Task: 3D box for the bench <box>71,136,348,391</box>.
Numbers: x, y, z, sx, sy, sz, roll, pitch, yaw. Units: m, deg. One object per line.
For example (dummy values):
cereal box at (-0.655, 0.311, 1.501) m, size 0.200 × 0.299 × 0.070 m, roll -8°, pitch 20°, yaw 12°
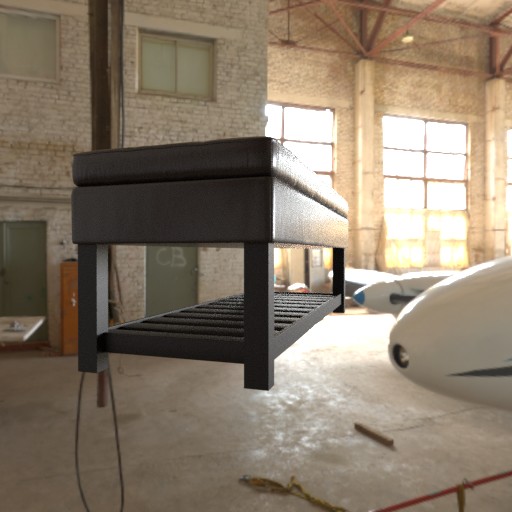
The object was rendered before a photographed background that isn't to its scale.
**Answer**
bench at (0.000, 0.000, 1.341) m, size 0.432 × 0.460 × 1.105 m, roll 0°, pitch 0°, yaw 18°
